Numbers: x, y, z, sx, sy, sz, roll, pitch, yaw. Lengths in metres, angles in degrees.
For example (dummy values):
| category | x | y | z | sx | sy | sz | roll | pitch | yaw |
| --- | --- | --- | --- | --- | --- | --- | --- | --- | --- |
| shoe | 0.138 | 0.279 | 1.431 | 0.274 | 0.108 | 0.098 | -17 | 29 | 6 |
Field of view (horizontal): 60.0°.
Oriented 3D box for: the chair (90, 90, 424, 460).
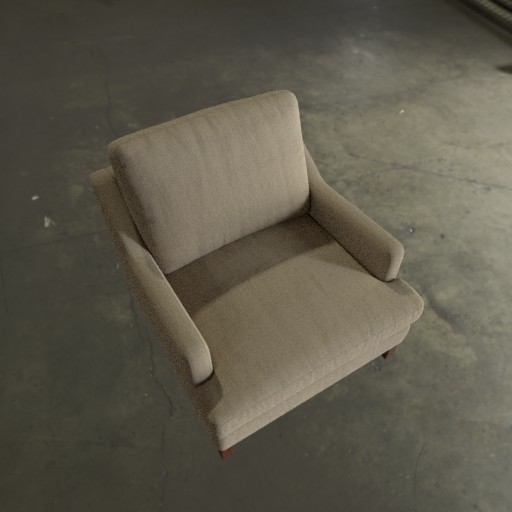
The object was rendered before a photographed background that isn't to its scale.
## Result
| category | x | y | z | sx | sy | sz | roll | pitch | yaw |
| --- | --- | --- | --- | --- | --- | --- | --- | --- | --- |
| chair | 0.000 | 0.000 | 1.727 | 0.912 | 0.916 | 1.001 | -24 | 53 | -20 |
